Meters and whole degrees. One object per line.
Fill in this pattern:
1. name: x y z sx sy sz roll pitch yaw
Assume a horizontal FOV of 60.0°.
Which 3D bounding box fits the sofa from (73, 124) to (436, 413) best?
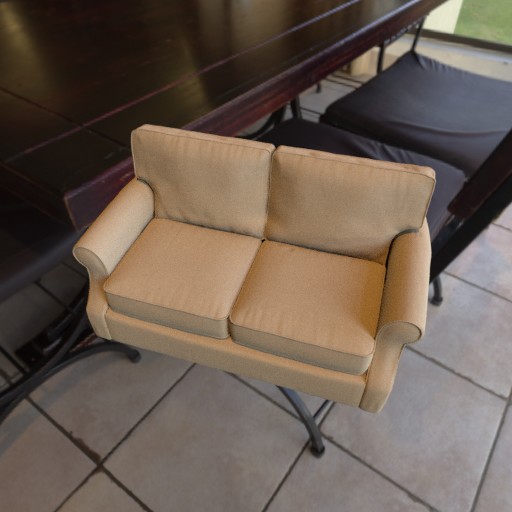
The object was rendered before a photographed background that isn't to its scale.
1. sofa: 0.000 0.000 2.274 1.665 0.937 0.964 12 45 12
